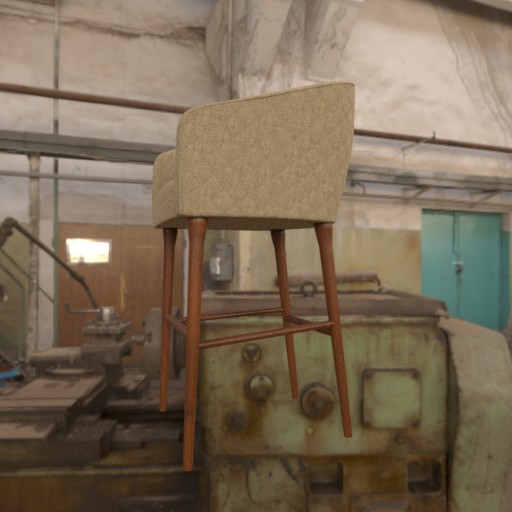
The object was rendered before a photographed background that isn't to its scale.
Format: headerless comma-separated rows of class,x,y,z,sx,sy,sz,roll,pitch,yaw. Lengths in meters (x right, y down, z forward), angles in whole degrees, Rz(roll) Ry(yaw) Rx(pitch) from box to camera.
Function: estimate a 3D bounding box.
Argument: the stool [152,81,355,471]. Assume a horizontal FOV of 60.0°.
stool,0.000,0.000,1.421,0.607,1.078,0.559,0,0,-20
